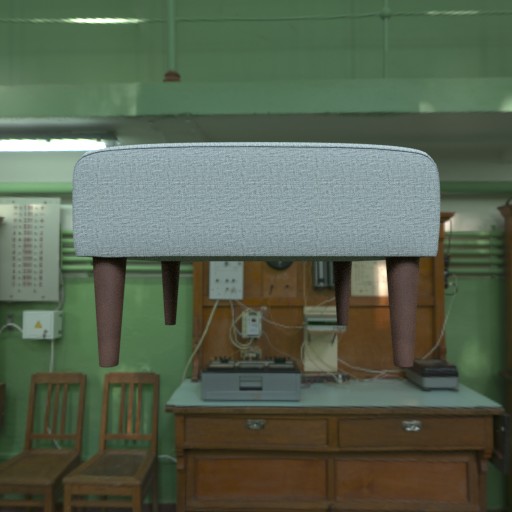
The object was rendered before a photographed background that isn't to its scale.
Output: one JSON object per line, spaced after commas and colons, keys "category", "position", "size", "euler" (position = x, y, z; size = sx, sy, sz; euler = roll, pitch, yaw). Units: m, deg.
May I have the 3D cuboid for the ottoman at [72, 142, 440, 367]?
{"category": "ottoman", "position": [0.000, 0.000, 1.058], "size": [0.649, 0.398, 0.650], "euler": [0, -1, 0]}
